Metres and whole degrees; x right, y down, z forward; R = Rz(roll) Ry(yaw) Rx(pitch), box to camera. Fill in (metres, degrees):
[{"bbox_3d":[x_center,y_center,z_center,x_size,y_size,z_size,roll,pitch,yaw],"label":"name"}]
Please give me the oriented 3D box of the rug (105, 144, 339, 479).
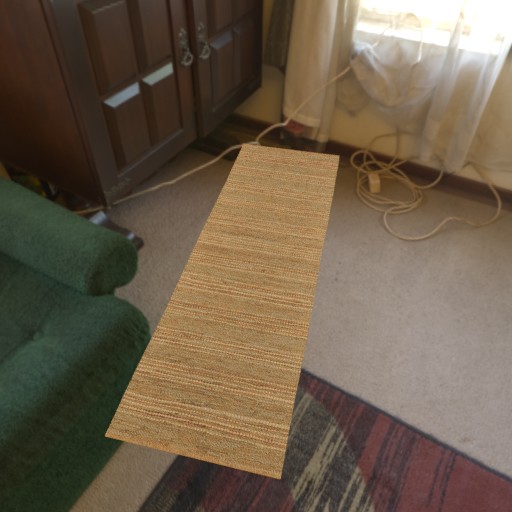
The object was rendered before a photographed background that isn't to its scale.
[{"bbox_3d":[0.000,0.000,2.695,0.783,0.006,2.438,9,46,9],"label":"rug"}]
